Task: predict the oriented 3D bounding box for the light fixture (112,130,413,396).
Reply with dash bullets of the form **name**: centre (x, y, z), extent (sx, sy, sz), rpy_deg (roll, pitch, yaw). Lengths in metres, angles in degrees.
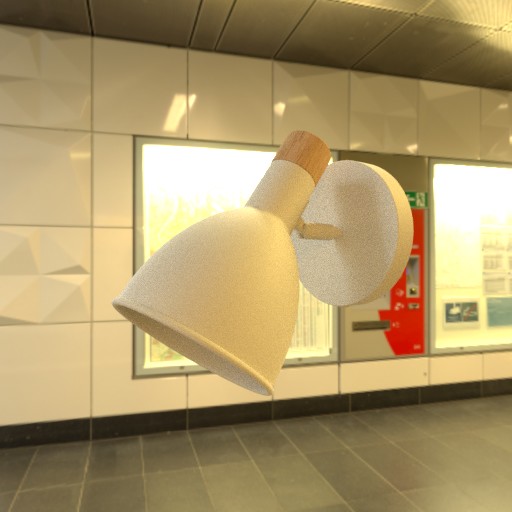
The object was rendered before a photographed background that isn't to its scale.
- **light fixture**: centre (0.000, 0.000, 0.332), extent (0.209, 0.199, 0.127), rpy_deg (0, 0, -36)
